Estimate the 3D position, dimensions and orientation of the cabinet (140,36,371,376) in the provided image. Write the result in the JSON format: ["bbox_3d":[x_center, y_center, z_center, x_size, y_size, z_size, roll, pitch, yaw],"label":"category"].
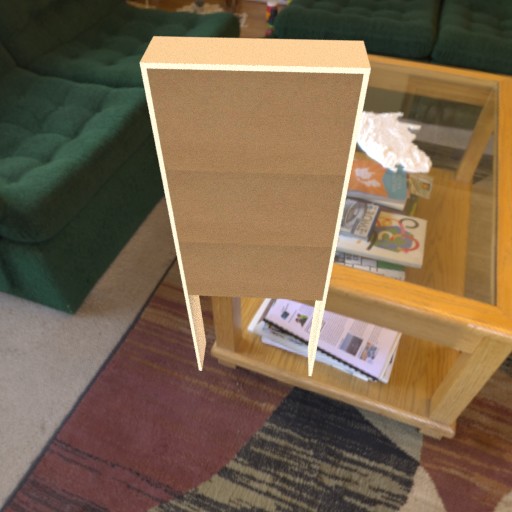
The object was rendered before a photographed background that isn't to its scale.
[{"bbox_3d":[0.000,0.000,1.947,0.643,1.770,0.192,2,47,2],"label":"cabinet"}]
